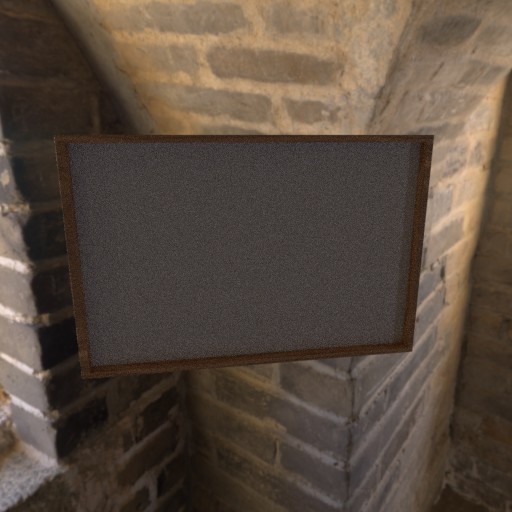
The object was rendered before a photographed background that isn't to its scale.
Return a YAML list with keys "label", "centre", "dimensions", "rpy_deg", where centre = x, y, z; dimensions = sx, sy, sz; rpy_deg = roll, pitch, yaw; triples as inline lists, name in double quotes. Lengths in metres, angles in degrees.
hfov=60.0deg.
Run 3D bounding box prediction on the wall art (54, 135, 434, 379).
- label: "wall art"
  centre: [0.000, 0.000, 1.147]
  dimensions: [0.911, 0.605, 0.037]
  rpy_deg: [-3, 15, -9]
